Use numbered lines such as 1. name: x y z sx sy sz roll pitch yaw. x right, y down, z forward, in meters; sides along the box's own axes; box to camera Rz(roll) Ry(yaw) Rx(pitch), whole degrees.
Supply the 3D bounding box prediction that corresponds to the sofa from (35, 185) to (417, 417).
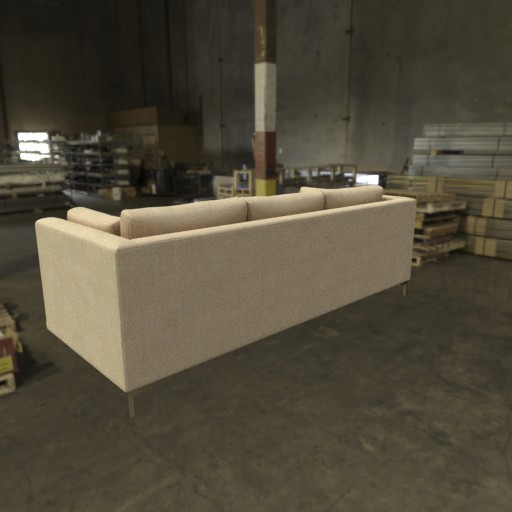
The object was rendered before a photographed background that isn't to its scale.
1. sofa: 0.000 0.000 2.933 2.415 0.867 0.969 -13 19 -42
